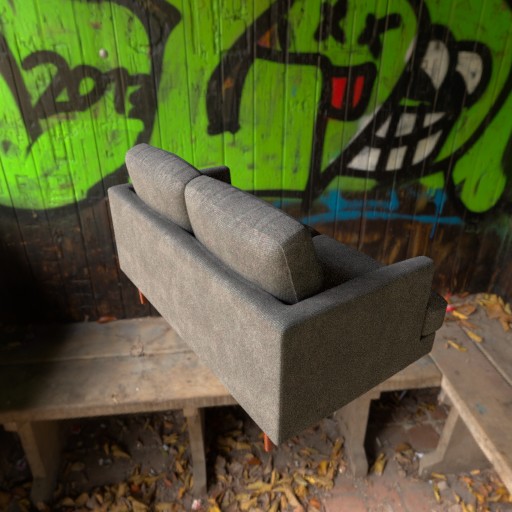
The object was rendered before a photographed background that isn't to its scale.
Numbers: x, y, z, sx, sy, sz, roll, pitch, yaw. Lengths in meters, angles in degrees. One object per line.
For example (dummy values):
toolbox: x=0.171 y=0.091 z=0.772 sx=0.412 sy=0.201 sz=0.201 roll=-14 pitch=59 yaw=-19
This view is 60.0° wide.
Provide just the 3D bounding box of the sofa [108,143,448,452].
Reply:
sofa: x=0.000 y=0.000 z=2.184 sx=0.903 sy=0.956 sz=1.582 roll=-18 pitch=33 yaw=-31
